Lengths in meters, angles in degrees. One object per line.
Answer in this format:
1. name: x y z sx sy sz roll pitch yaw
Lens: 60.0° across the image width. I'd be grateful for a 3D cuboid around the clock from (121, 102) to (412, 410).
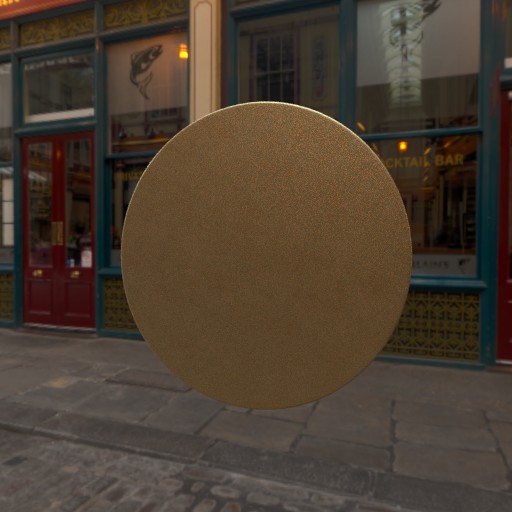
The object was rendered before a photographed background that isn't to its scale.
1. clock: 0.000 0.000 0.471 0.314 0.314 0.040 0 1 20
